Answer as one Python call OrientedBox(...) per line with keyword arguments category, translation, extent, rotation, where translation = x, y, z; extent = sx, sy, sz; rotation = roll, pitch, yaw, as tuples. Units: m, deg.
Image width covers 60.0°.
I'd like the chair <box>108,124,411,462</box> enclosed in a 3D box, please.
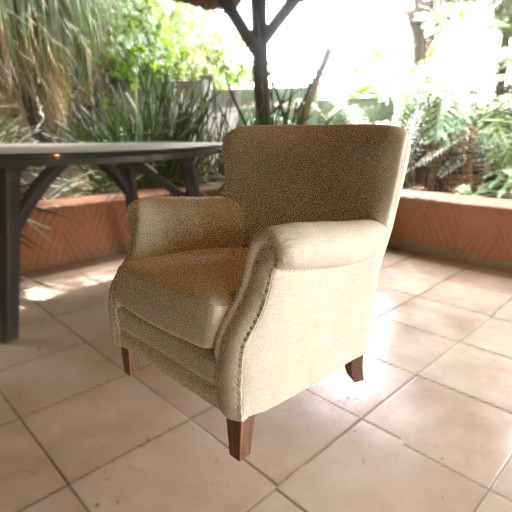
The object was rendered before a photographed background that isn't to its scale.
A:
OrientedBox(category="chair", translation=(0.000, 0.000, 1.639), extent=(0.861, 0.936, 0.921), rotation=(15, 22, 43))
